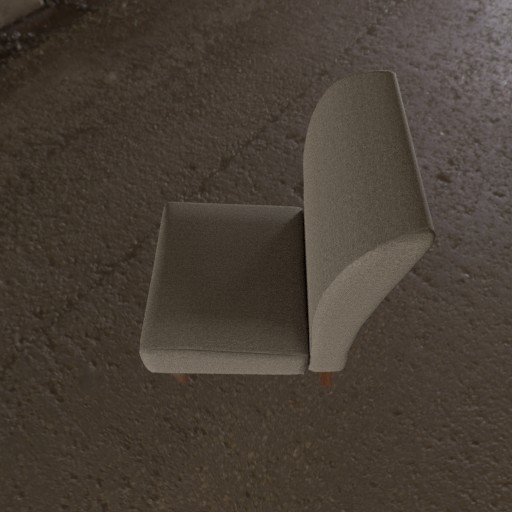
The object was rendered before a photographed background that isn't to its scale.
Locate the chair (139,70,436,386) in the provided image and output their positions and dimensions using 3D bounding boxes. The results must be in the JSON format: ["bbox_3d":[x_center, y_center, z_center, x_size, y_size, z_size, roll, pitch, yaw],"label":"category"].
[{"bbox_3d":[0.000,0.000,1.155,0.592,0.804,0.513,0,57,0],"label":"chair"}]
